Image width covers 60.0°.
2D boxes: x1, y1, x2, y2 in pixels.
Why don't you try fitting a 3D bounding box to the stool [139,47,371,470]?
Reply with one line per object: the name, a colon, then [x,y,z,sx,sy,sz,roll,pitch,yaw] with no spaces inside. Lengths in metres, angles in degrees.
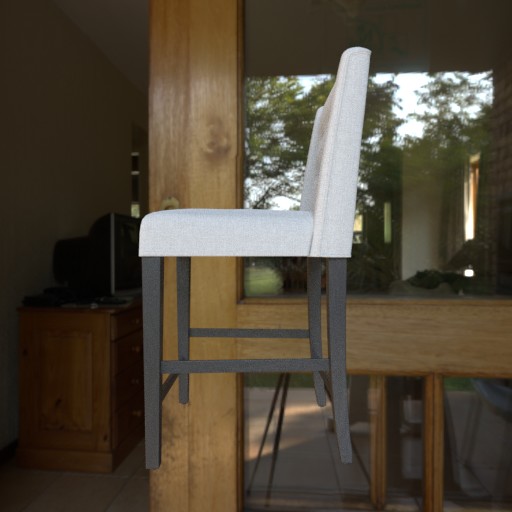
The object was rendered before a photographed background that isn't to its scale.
stool: [0.000,0.000,1.190,0.509,0.939,0.474,0,1,0]
